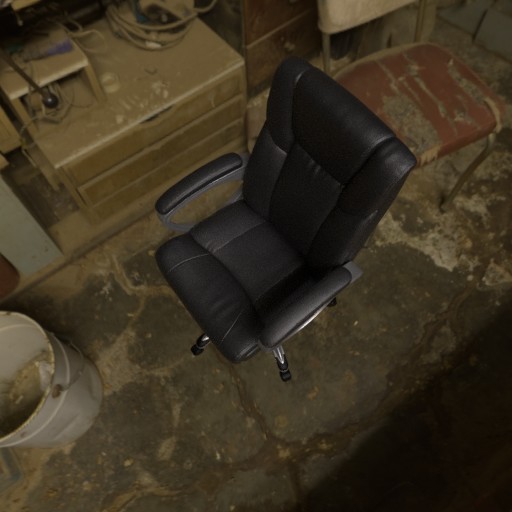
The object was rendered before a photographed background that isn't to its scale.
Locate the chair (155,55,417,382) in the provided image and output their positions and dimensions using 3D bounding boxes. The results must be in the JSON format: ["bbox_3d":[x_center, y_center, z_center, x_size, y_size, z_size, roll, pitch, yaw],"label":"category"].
[{"bbox_3d":[0.000,0.000,1.600,0.719,1.130,0.721,-34,68,-15],"label":"chair"}]
